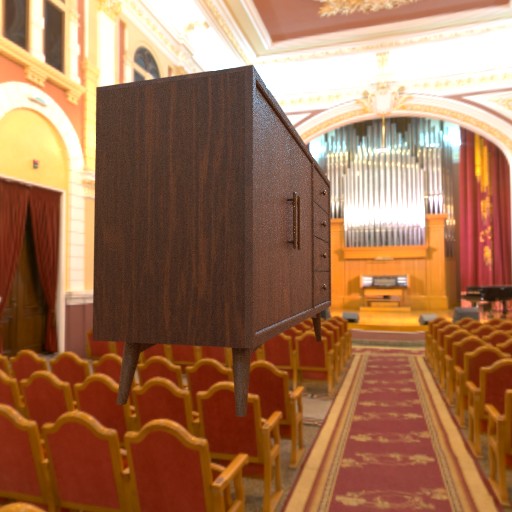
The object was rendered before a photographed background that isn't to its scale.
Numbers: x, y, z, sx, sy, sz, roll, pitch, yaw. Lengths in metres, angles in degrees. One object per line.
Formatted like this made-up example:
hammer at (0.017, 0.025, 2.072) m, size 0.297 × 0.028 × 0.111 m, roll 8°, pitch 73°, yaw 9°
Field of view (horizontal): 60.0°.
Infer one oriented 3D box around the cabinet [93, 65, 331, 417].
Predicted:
cabinet at (0.000, 0.000, 1.965) m, size 0.505 × 0.940 × 1.575 m, roll -1°, pitch -2°, yaw 17°
